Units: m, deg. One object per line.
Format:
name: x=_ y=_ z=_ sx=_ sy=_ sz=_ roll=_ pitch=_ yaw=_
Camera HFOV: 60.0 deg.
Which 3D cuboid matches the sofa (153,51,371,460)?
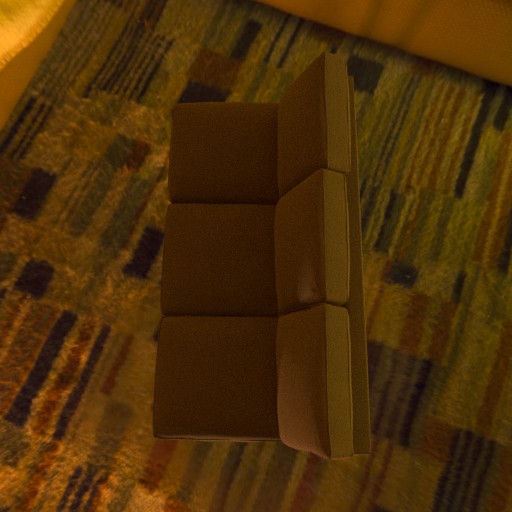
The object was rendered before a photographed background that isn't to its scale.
sofa: x=0.000 y=0.000 z=2.653 sx=1.127 sy=1.036 sz=2.092 roll=1 pitch=76 yaw=0
